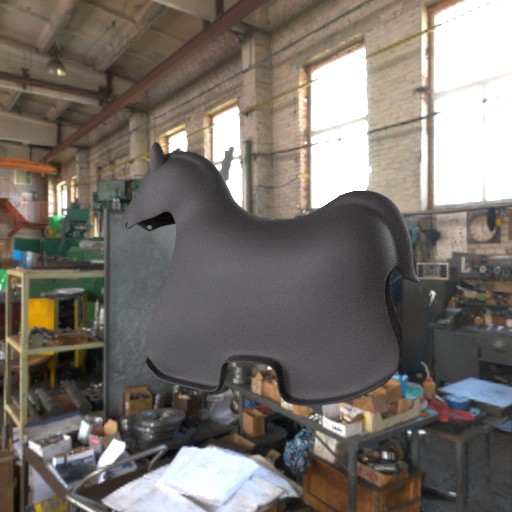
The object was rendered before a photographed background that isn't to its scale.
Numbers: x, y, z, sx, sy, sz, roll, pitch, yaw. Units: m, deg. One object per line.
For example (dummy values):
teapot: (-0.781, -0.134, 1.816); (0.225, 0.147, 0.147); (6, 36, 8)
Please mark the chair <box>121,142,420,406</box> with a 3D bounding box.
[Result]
chair: (0.000, 0.000, 1.153); (0.800, 0.612, 0.429); (0, 0, 19)
